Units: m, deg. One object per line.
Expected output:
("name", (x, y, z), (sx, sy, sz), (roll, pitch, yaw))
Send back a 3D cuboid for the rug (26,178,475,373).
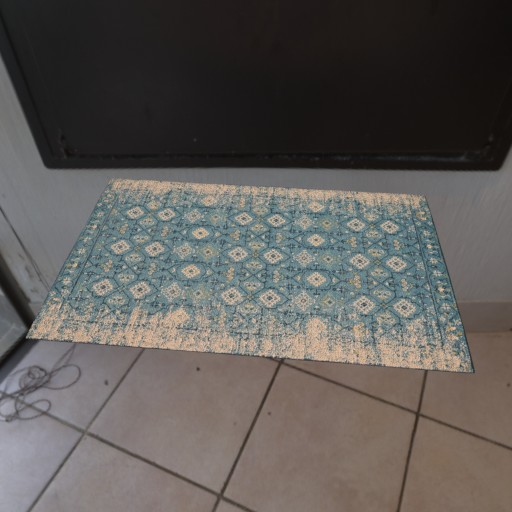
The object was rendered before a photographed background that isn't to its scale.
("rug", (0.000, 0.000, 2.128), (1.795, 0.008, 1.102), (4, 46, 4))
